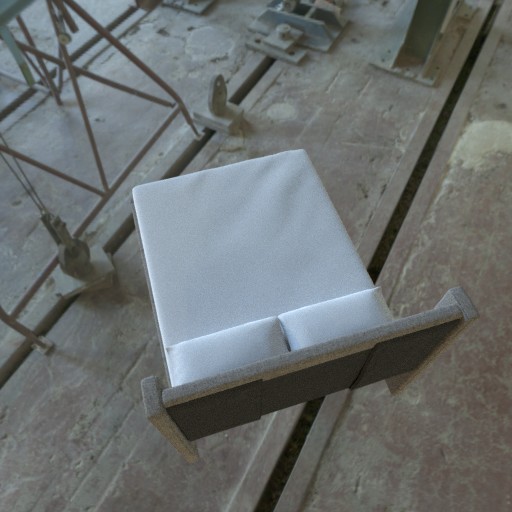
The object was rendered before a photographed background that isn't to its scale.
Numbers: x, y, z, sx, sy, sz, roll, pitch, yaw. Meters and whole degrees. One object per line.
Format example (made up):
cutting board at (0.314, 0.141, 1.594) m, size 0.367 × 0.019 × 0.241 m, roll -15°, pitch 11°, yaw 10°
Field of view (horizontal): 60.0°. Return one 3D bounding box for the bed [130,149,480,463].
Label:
bed at (0.000, 0.000, 3.298) m, size 1.714 × 1.481 × 2.245 m, roll -15°, pitch 59°, yaw -9°
